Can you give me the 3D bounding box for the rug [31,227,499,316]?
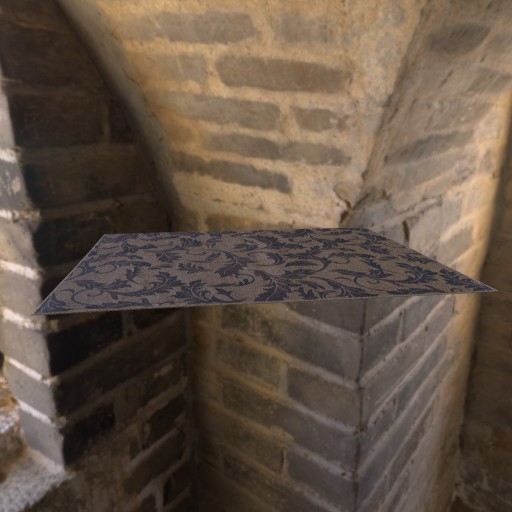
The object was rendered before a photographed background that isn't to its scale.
[{"bbox_3d":[0.000,0.000,3.899,2.977,0.008,2.380,-2,14,-8],"label":"rug"}]
